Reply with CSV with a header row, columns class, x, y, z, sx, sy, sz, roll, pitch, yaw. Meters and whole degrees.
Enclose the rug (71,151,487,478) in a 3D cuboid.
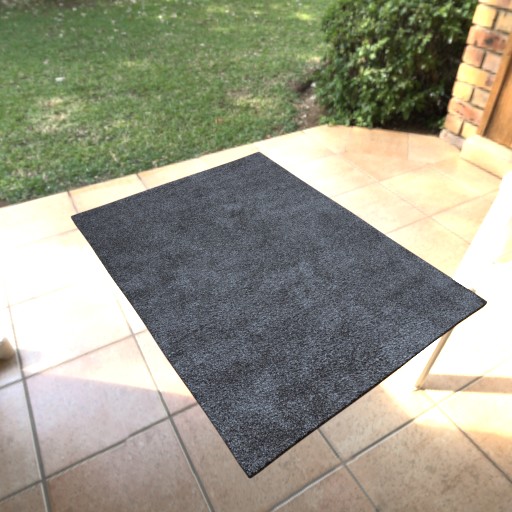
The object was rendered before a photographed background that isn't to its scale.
class,x,y,z,sx,sy,sz,roll,pitch,yaw
rug,0.000,0.000,2.052,1.198,0.025,1.601,-25,47,-26
